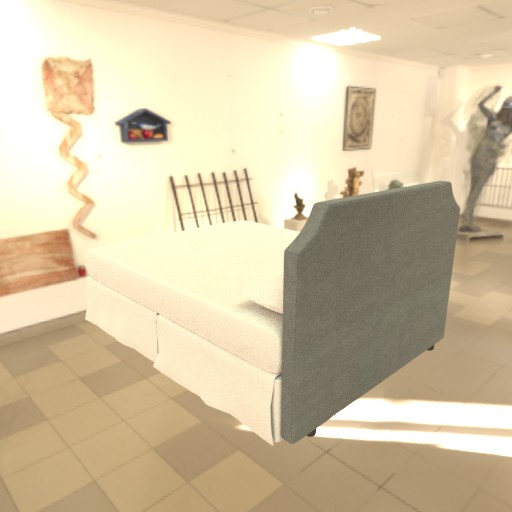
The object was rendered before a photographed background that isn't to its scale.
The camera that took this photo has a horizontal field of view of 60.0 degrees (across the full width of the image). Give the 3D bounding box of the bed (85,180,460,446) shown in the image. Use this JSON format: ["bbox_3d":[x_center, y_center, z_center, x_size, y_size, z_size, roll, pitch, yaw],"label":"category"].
[{"bbox_3d":[0.000,0.000,3.624,1.977,1.306,2.464,-15,22,-42],"label":"bed"}]
